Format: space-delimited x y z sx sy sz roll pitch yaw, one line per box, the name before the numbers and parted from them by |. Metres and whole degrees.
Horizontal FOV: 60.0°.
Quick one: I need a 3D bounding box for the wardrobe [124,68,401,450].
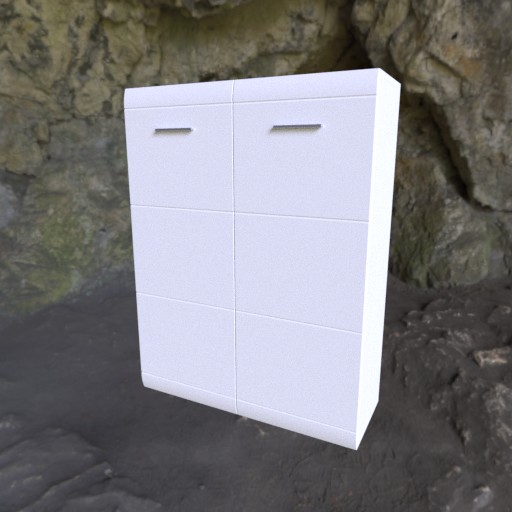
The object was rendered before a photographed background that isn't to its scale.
wardrobe | 0.000 0.000 1.660 0.900 1.200 0.360 7 15 26
